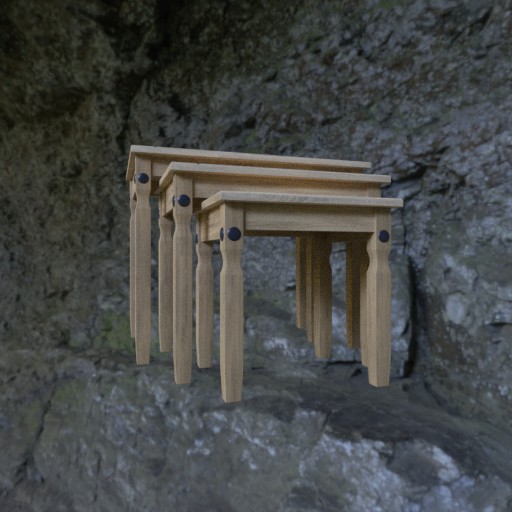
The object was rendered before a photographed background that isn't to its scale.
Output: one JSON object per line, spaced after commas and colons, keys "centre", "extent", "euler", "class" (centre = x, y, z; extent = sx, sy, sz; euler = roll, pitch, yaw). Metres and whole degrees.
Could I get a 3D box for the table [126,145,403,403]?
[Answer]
{"centre": [0.000, 0.000, 1.210], "extent": [0.660, 0.535, 0.773], "euler": [0, 0, -18], "class": "table"}
